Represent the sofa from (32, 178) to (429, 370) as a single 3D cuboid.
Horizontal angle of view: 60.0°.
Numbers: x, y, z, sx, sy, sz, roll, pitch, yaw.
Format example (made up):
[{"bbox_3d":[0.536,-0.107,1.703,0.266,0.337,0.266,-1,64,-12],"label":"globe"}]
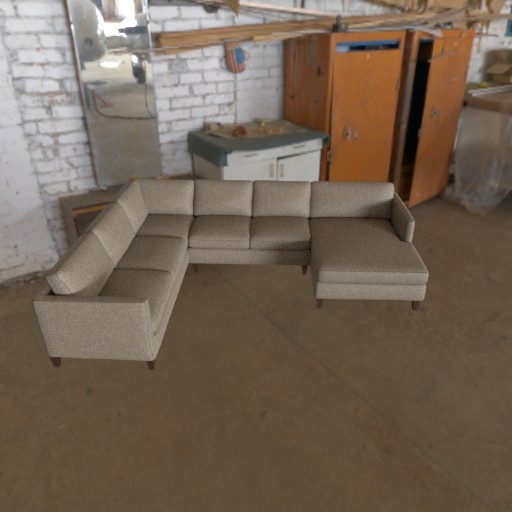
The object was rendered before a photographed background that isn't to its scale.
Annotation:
[{"bbox_3d":[0.000,0.000,4.551,3.403,0.889,2.551,1,29,2],"label":"sofa"}]
